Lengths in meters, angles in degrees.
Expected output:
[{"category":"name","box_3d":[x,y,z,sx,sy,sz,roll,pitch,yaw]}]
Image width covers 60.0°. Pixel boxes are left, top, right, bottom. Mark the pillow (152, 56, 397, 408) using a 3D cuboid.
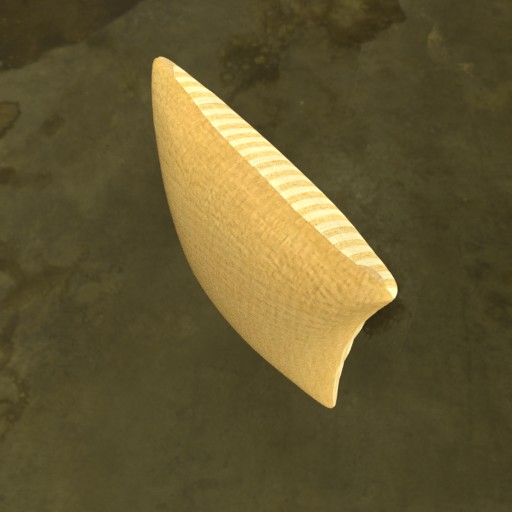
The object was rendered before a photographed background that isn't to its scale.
[{"category":"pillow","box_3d":[0.000,0.000,0.637,0.173,0.407,0.419,-32,64,-18]}]
